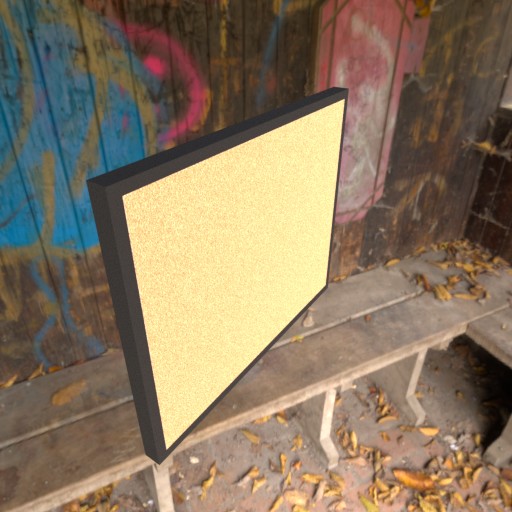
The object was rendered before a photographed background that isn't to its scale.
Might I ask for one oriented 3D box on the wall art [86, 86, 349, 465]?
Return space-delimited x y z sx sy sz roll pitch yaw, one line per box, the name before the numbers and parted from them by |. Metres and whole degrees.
wall art | 0.000 0.000 0.752 0.030 0.454 0.554 20 37 29
